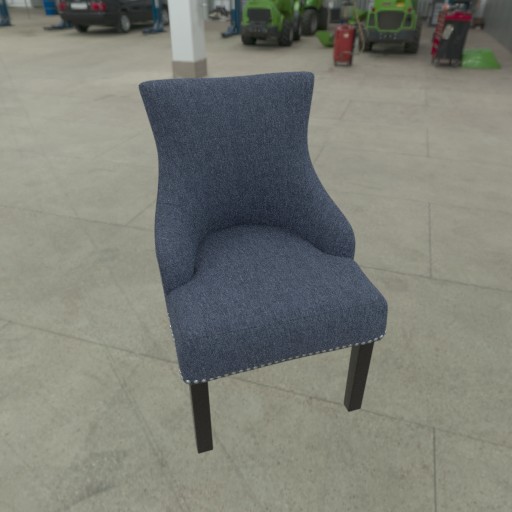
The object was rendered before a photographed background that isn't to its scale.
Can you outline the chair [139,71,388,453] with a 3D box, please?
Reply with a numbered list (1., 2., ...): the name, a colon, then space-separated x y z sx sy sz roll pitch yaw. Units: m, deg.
1. chair: 0.000 0.000 1.294 0.566 0.909 0.629 -10 34 -15
